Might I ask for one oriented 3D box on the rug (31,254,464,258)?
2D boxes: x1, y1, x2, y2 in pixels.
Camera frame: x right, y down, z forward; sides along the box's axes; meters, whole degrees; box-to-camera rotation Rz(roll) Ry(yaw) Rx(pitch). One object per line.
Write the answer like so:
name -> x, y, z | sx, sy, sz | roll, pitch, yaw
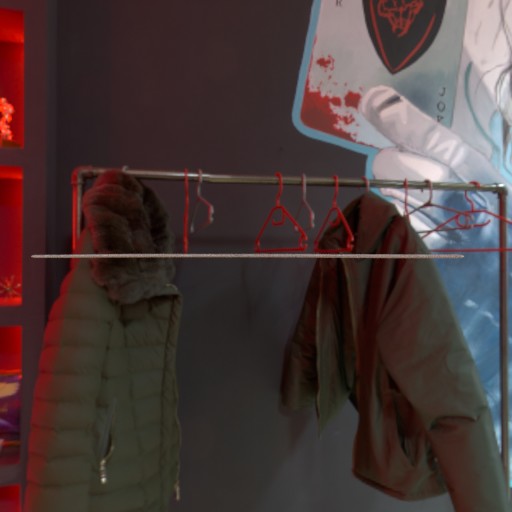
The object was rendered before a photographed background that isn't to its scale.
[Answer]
rug -> 0.000, 0.000, 3.147 | 2.498, 0.022, 1.535 | 0, 0, 17
